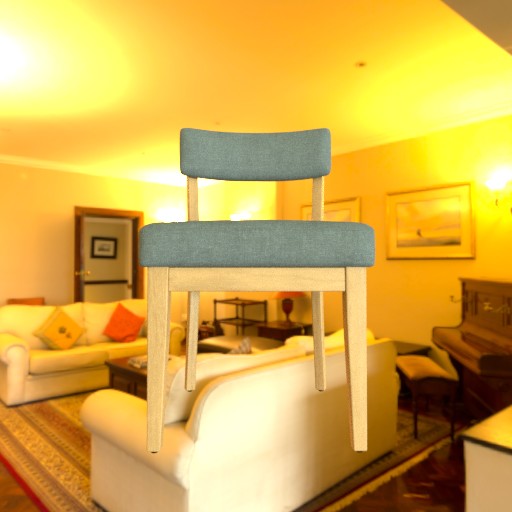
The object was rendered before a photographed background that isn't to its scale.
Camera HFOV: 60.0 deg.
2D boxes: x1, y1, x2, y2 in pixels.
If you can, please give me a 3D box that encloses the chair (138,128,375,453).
[{"bbox_3d":[0.000,0.000,1.198,0.508,0.832,0.572,0,-1,-1],"label":"chair"}]
